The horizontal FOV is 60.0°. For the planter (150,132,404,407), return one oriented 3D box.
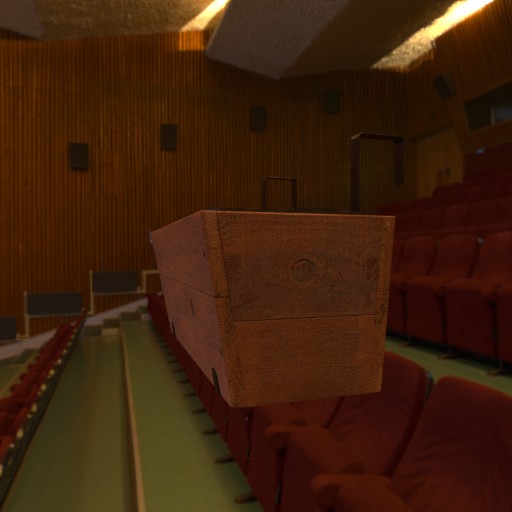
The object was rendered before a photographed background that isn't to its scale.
[{"bbox_3d":[0.000,0.000,0.653,0.262,0.289,0.480,0,1,-18],"label":"planter"}]
